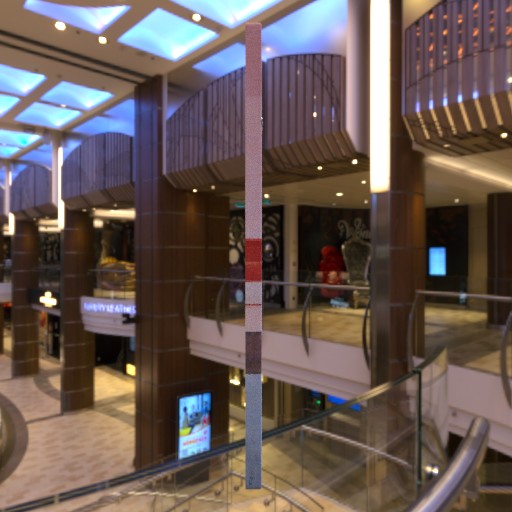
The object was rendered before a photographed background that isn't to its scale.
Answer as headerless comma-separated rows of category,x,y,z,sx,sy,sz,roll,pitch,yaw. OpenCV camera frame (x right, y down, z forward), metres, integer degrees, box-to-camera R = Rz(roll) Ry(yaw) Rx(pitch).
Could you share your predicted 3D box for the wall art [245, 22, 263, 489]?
wall art,0.000,0.000,1.345,0.039,1.016,0.761,0,0,1
